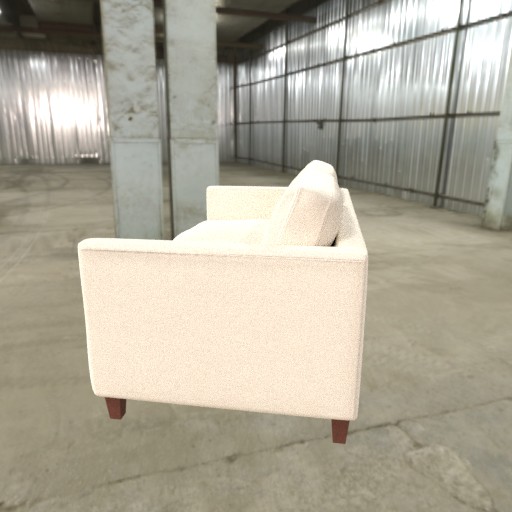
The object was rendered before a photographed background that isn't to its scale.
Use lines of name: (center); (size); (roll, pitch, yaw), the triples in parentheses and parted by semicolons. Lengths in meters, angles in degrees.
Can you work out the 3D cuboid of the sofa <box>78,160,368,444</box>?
sofa: (0.000, 0.000, 2.224); (0.964, 0.888, 1.702); (3, 16, 9)
